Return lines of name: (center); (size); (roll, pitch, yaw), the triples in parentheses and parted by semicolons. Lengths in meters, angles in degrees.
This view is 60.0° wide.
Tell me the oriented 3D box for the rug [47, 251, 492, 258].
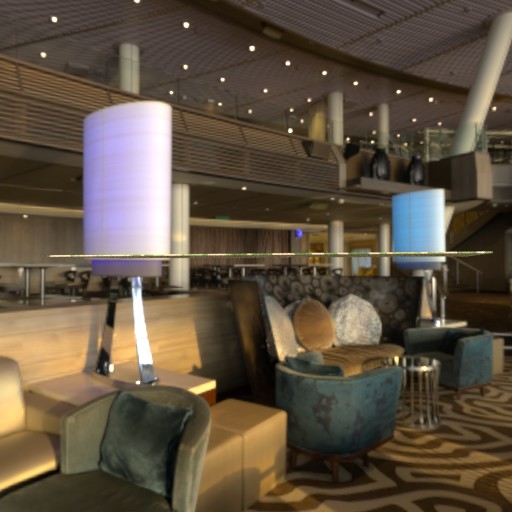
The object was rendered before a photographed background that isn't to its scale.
rug: (0.000, 0.000, 2.689); (2.438, 0.006, 0.761); (0, -1, 18)
